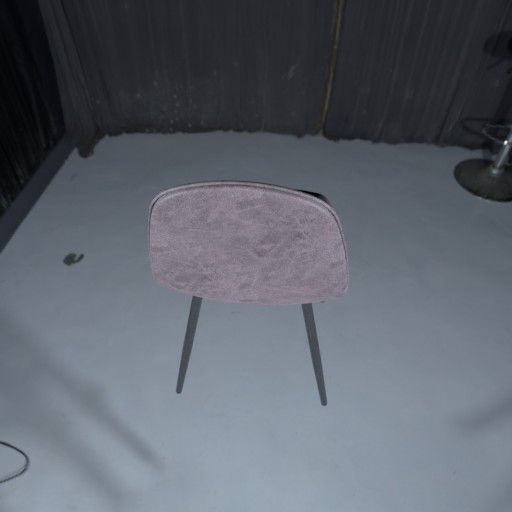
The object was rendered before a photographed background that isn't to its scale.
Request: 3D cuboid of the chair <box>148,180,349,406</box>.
[{"bbox_3d":[0.000,0.000,1.184,0.472,0.889,0.561,4,46,3],"label":"chair"}]
